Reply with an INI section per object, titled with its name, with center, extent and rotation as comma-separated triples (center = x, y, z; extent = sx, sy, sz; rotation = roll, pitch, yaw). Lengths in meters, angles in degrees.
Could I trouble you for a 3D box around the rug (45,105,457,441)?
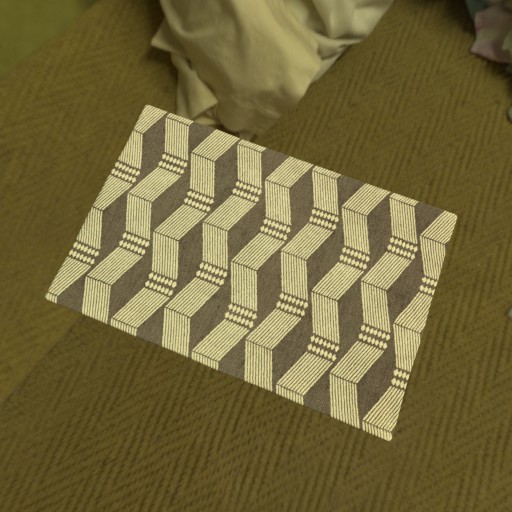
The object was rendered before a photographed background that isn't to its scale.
[rug]
center = 0.000, 0.000, 2.305
extent = 1.833, 0.016, 1.210
rotation = 21, 76, 6
